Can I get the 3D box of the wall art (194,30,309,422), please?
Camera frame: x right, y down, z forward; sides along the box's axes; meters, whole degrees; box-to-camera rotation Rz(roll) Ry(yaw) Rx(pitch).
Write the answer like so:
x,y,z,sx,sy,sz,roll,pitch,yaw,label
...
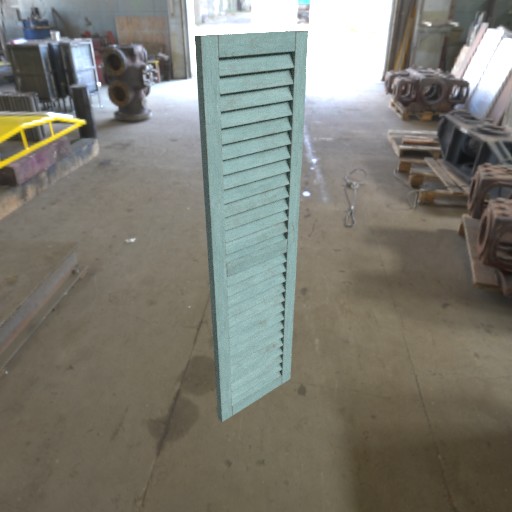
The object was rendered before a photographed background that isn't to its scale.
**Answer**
x,y,z,sx,sy,sz,roll,pitch,yaw,label
0.000,0.000,1.352,0.329,1.219,0.025,-22,37,-33,wall art
